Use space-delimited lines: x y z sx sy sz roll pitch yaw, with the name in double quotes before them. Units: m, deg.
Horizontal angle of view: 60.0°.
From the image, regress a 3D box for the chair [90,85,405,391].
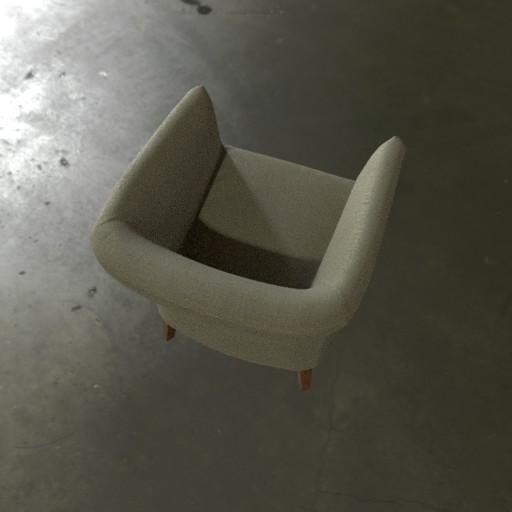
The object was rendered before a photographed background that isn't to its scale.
"chair" 0.000 0.000 1.279 0.600 0.771 0.668 18 64 9
